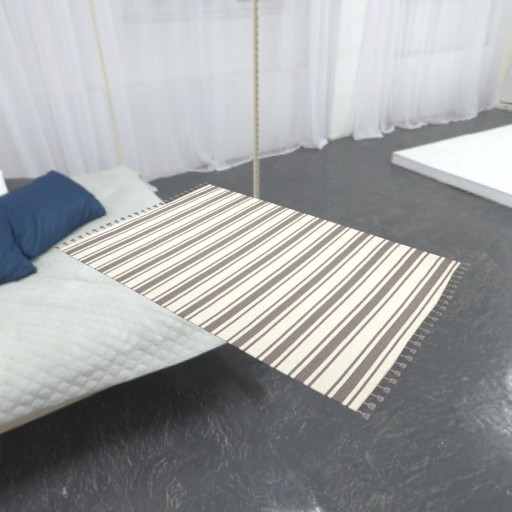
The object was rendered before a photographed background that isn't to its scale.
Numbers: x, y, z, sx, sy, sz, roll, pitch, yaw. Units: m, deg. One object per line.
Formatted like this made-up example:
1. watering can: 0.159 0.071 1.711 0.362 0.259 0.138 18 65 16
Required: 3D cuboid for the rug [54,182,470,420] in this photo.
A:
1. rug: 0.000 0.000 3.017 2.425 0.014 1.563 22 37 32
